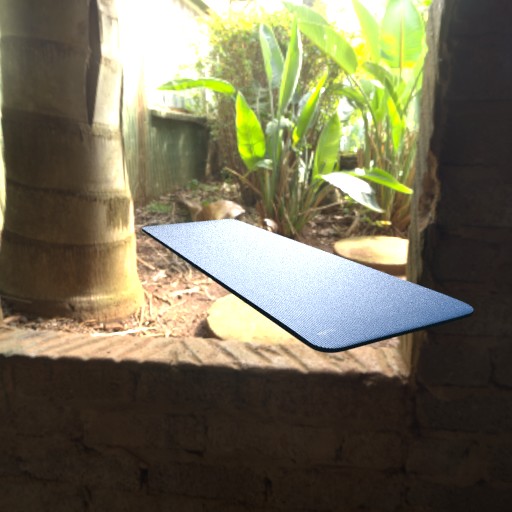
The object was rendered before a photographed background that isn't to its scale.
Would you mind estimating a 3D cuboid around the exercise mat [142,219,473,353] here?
[{"bbox_3d":[0.000,0.000,2.058,0.616,0.021,1.869,-8,17,-27],"label":"exercise mat"}]
